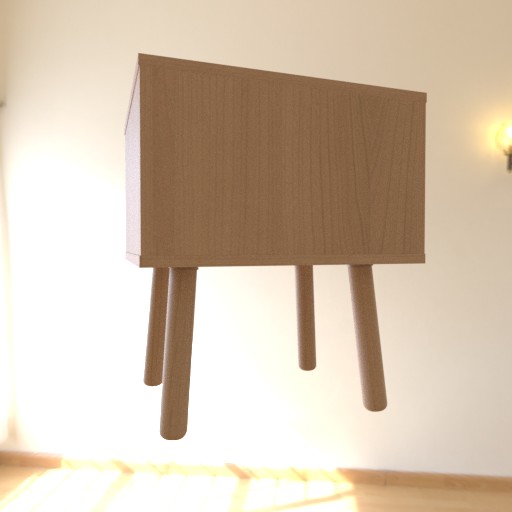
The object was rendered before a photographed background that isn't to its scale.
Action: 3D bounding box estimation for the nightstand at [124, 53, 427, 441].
[{"bbox_3d":[0.000,0.000,0.825,0.450,0.530,0.380,0,1,-19],"label":"nightstand"}]
